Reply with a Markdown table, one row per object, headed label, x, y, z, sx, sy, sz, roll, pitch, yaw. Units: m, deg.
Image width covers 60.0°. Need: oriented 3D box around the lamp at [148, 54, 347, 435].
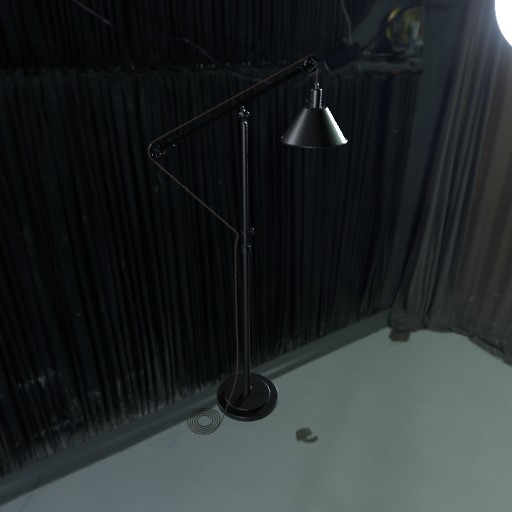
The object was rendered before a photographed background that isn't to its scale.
| label | x | y | z | sx | sy | sz | roll | pitch | yaw |
| --- | --- | --- | --- | --- | --- | --- | --- | --- | --- |
| lamp | 0.000 | 0.000 | 1.978 | 0.904 | 1.626 | 0.319 | -18 | 32 | -32 |
